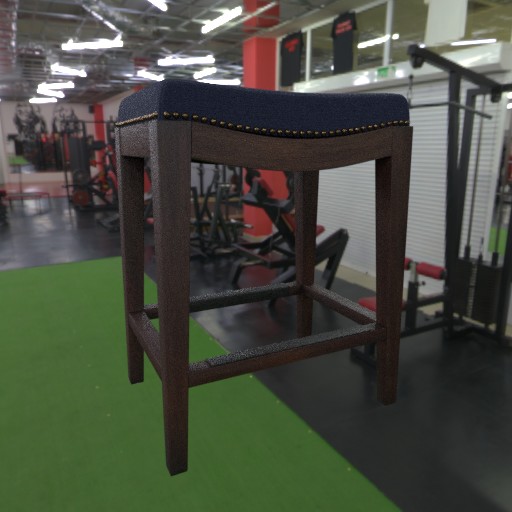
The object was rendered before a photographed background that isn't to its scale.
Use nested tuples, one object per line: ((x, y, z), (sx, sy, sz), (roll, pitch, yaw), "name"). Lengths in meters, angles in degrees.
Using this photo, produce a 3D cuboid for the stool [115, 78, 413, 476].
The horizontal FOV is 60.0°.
((0.000, 0.000, 0.934), (0.500, 0.642, 0.361), (-7, 15, -26), "stool")
